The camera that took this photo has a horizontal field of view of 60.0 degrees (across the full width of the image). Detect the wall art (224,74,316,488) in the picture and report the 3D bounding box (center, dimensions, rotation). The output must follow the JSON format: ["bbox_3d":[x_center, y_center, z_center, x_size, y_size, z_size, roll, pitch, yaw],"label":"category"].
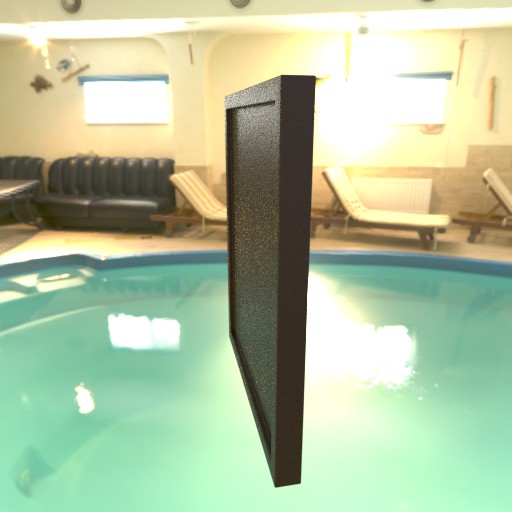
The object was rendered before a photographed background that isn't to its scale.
[{"bbox_3d":[0.000,0.000,0.539,0.028,0.381,0.328,-3,17,-11],"label":"wall art"}]
